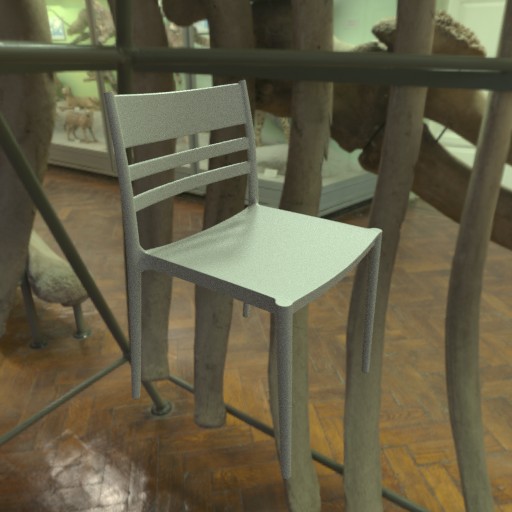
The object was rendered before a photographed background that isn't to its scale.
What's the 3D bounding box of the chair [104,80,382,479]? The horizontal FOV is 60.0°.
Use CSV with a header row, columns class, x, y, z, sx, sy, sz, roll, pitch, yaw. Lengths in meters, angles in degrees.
class,x,y,z,sx,sy,sz,roll,pitch,yaw
chair,0.000,0.000,1.131,0.511,0.800,0.531,17,30,32
